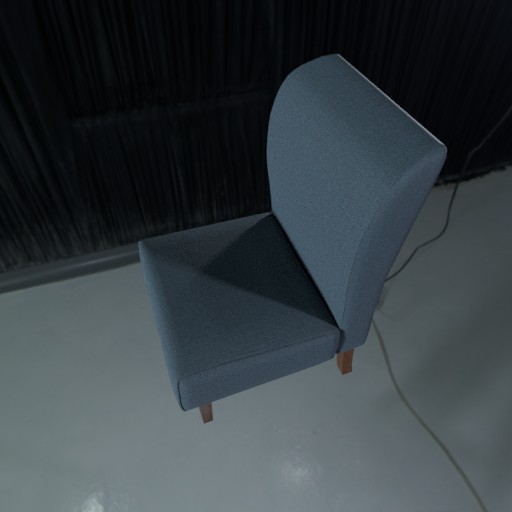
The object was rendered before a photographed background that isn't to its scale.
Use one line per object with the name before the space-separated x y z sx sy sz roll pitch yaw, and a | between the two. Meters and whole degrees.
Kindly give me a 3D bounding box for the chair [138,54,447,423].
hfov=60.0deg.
chair | 0.000 0.000 1.161 0.592 0.804 0.513 -16 49 -14
